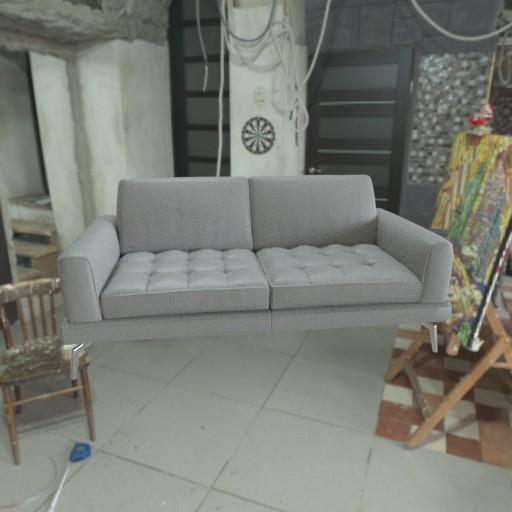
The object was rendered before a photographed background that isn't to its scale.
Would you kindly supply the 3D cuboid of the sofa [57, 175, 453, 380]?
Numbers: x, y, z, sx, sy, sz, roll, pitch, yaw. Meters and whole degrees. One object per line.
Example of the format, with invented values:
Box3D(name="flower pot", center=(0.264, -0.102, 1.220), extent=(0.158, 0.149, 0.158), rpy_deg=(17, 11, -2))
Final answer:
Box3D(name="sofa", center=(0.000, 0.000, 2.834), extent=(2.177, 0.930, 1.121), rpy_deg=(-2, 17, -7))
